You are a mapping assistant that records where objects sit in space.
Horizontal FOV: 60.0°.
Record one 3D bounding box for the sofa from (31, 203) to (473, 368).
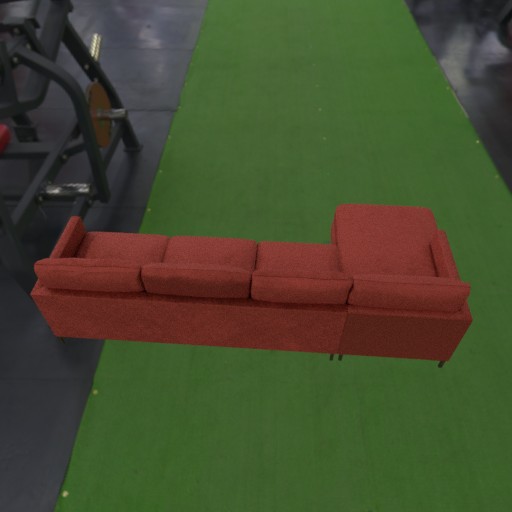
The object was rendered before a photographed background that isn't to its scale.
[{"bbox_3d":[0.000,0.000,4.011,3.400,0.967,1.500,3,47,3],"label":"sofa"}]
